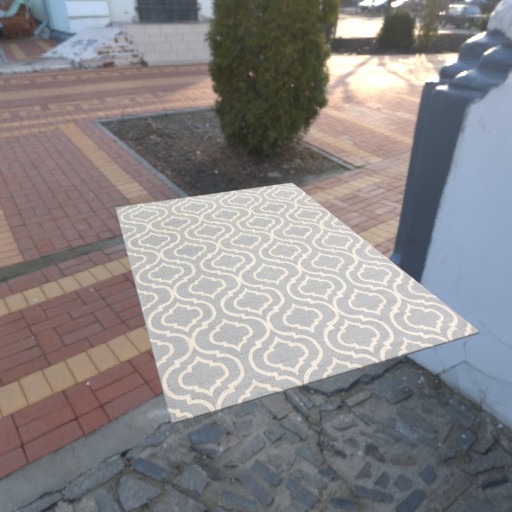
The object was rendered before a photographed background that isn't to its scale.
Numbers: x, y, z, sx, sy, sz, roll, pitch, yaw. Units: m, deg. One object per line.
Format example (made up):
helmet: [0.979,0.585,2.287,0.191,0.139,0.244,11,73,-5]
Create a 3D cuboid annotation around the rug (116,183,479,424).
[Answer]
rug: [0.000,0.000,2.686,1.451,0.010,2.080,-11,32,-18]
